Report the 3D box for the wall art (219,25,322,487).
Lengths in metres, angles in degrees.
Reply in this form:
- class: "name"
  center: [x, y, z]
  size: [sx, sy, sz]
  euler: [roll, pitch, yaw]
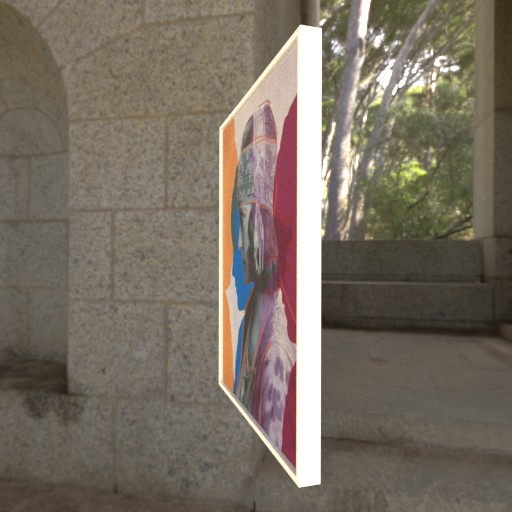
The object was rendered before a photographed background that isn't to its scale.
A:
- class: "wall art"
  center: [0.000, 0.000, 0.741]
  size: [0.030, 0.549, 0.443]
  euler: [0, 0, -17]
